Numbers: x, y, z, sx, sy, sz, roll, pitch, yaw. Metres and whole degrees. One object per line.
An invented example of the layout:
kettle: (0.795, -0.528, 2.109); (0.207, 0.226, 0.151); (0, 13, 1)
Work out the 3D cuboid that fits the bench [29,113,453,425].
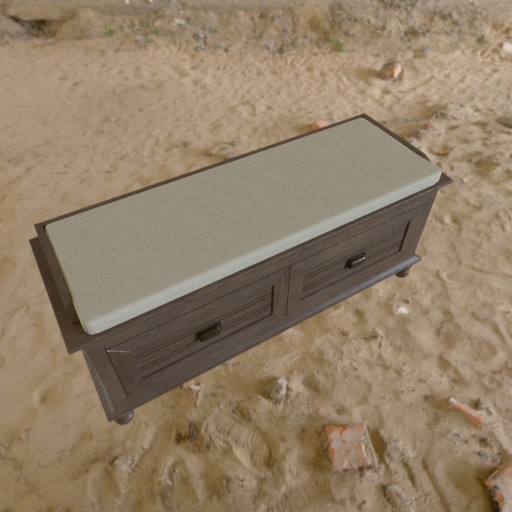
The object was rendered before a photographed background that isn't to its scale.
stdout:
bench: (0.000, 0.000, 1.427); (1.185, 0.501, 0.402); (-24, 51, -21)
